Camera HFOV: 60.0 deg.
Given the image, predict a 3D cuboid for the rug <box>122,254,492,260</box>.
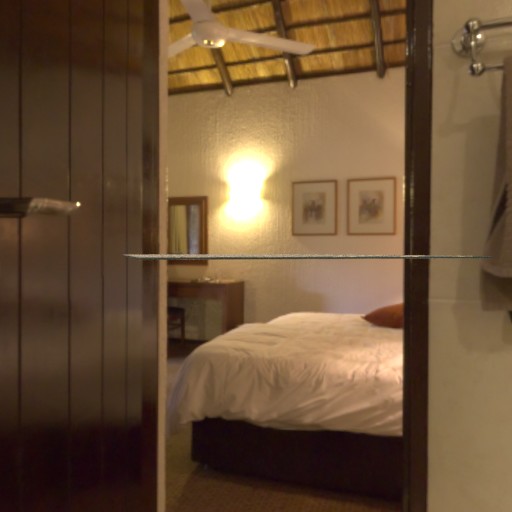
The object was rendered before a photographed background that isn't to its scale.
[{"bbox_3d":[0.000,0.000,4.342,2.432,0.018,3.342,0,0,-18],"label":"rug"}]
